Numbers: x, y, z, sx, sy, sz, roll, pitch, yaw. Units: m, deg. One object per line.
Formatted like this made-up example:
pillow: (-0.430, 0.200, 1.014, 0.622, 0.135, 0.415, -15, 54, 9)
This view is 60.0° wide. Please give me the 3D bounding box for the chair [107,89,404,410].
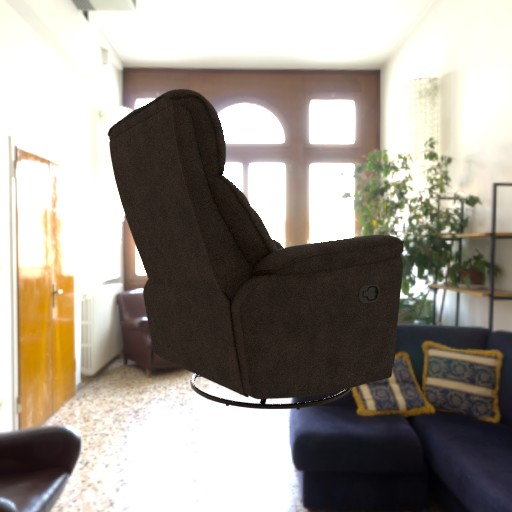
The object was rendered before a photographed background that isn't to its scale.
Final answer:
chair: (0.000, 0.000, 1.763, 1.009, 1.035, 0.830, -1, 1, -37)
